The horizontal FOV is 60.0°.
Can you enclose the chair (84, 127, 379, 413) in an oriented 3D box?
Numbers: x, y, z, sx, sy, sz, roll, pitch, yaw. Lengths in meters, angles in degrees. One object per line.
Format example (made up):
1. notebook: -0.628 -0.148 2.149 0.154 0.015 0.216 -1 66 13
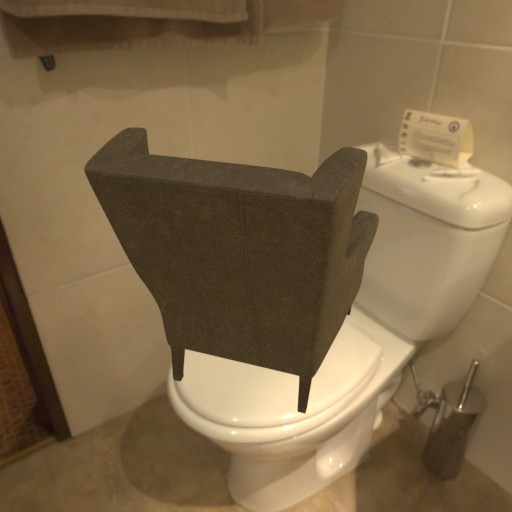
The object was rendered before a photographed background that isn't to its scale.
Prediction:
1. chair: 0.000 0.000 1.699 0.853 1.016 0.926 10 33 15
